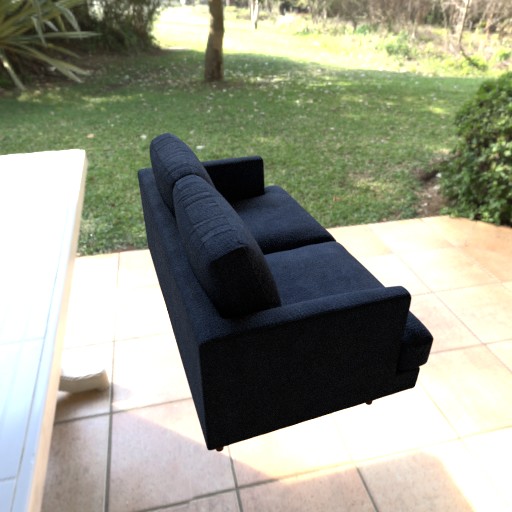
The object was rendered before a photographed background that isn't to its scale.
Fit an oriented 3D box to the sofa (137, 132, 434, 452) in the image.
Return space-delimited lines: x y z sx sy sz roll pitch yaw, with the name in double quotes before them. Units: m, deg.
"sofa" 0.000 0.000 2.160 0.903 0.944 1.582 -10 33 -17
